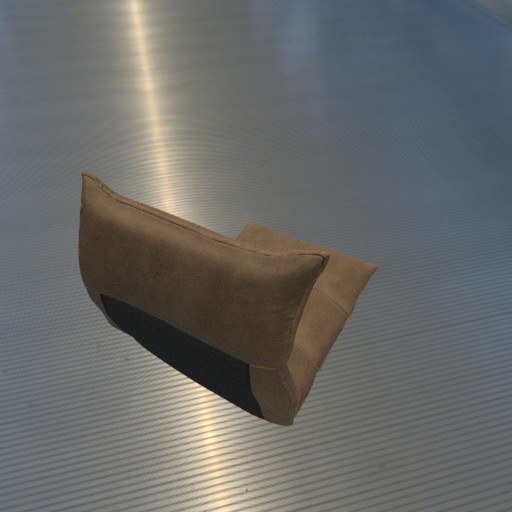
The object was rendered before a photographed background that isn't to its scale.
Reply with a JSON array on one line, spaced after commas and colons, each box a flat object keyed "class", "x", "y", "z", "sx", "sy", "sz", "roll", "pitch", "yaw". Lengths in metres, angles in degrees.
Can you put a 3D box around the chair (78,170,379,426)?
[{"class": "chair", "x": 0.000, "y": 0.000, "z": 1.597, "sx": 0.714, "sy": 0.892, "sz": 0.985, "roll": 23, "pitch": 50, "yaw": 21}]
